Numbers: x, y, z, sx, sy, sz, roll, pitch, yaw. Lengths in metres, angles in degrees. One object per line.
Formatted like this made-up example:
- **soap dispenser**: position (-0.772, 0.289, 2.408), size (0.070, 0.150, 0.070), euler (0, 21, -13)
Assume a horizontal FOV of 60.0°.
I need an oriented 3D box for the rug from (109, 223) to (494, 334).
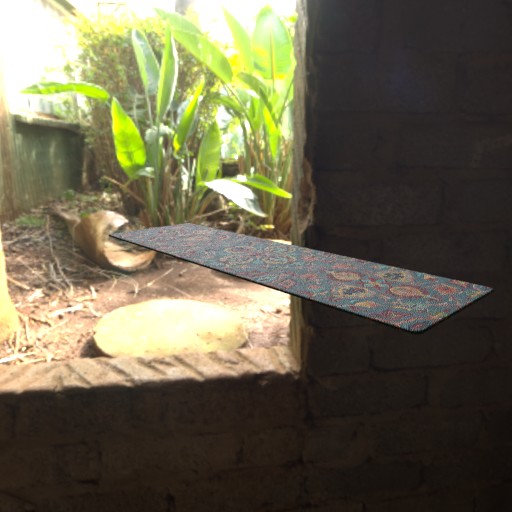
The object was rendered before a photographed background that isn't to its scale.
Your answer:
- **rug**: position (0.000, 0.000, 2.485), size (0.686, 0.013, 2.286), euler (-13, 19, -42)
